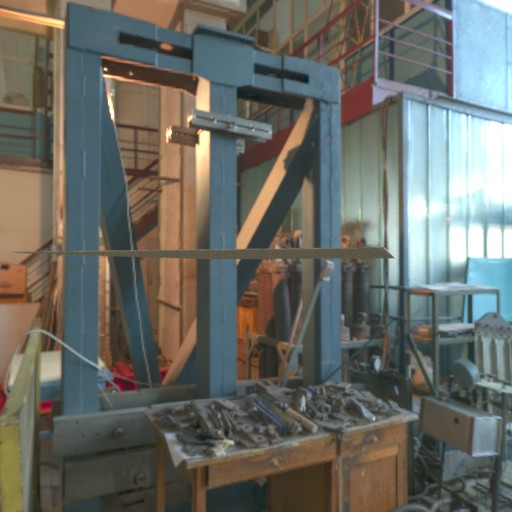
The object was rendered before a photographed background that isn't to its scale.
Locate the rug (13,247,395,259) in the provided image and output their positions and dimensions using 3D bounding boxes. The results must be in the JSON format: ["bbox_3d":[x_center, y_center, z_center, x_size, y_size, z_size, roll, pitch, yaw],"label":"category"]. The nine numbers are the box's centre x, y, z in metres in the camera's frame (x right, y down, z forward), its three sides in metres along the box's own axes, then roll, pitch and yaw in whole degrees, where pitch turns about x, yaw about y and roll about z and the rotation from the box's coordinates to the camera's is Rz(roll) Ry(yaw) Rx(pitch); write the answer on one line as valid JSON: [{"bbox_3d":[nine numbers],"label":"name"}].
[{"bbox_3d":[0.000,0.000,4.156,2.438,0.006,3.197,0,-1,18],"label":"rug"}]
